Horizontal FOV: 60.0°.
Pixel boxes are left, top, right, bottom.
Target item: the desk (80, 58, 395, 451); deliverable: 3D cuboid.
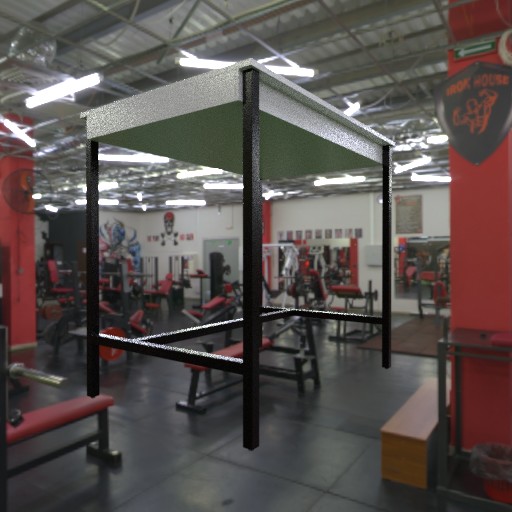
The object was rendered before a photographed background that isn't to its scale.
[{"bbox_3d":[0.000,0.000,1.347,0.573,0.766,0.811,0,1,36],"label":"desk"}]
